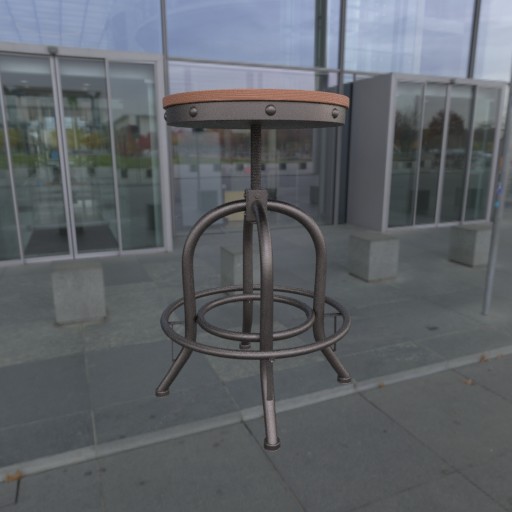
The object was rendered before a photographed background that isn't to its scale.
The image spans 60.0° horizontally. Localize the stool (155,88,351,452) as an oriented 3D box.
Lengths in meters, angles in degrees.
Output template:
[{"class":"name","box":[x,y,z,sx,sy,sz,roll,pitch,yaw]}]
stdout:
[{"class":"stool","box":[0.000,0.000,0.916,0.439,0.609,0.439,-2,14,-8]}]
